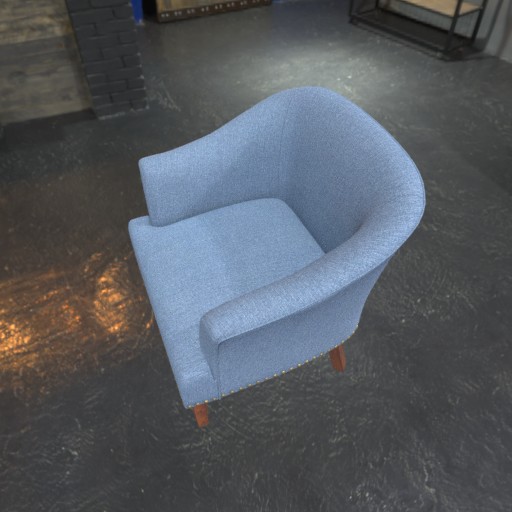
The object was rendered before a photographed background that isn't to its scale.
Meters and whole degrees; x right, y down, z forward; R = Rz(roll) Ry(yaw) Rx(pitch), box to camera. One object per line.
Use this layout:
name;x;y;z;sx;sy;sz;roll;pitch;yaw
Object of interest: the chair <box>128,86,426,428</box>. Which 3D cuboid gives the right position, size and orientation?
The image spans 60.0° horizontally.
chair;0.000;0.000;1.414;0.704;0.815;0.772;-17;48;-16
